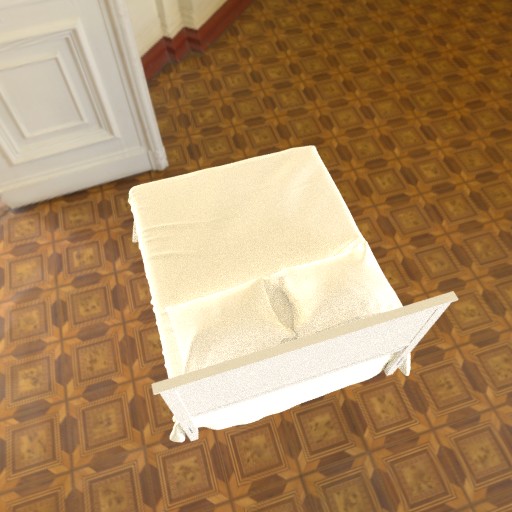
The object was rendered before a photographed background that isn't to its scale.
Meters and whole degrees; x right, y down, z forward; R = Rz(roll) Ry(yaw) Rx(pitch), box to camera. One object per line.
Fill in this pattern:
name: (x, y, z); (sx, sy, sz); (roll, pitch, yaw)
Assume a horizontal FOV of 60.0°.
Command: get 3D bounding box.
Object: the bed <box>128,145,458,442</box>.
bed: (0.000, 0.000, 3.273); (1.876, 1.269, 2.047); (-15, 59, -9)
